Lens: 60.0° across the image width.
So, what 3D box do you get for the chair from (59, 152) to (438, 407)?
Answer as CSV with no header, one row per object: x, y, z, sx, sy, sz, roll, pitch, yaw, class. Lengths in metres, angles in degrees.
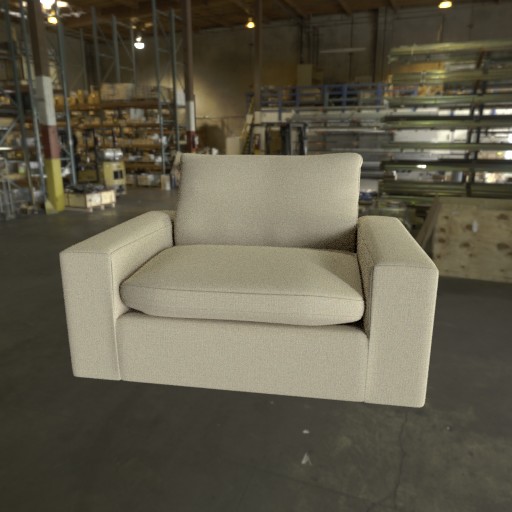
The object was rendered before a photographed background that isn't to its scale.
0.000,0.000,2.047,1.398,0.915,1.039,2,15,9,chair
